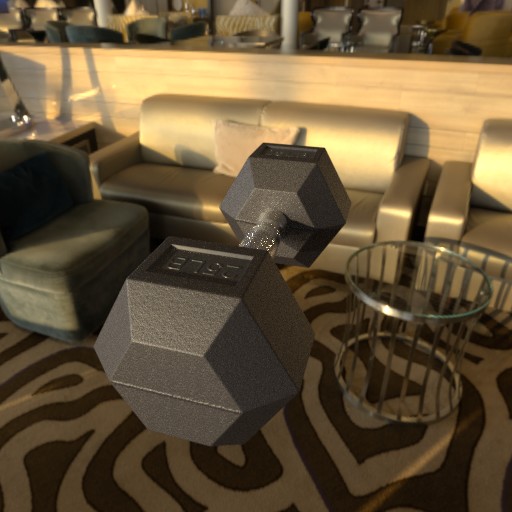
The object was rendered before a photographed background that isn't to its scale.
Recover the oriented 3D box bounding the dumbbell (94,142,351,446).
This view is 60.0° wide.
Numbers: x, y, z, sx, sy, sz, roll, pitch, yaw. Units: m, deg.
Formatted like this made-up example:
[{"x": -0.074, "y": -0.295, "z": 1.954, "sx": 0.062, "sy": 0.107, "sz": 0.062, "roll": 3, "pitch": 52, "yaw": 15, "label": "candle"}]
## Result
[{"x": 0.000, "y": 0.000, "z": 0.370, "sx": 0.129, "sy": 0.113, "sz": 0.315, "roll": 8, "pitch": 31, "yaw": 14, "label": "dumbbell"}]
